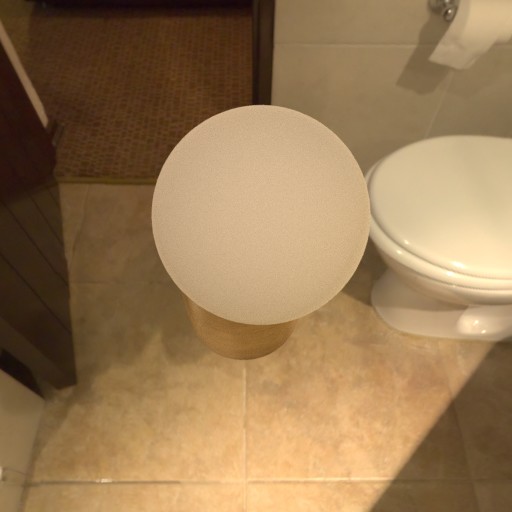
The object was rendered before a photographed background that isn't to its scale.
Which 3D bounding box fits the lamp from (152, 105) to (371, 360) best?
[{"bbox_3d":[0.000,0.000,0.343,0.141,0.250,0.152,-32,63,-19],"label":"lamp"}]
